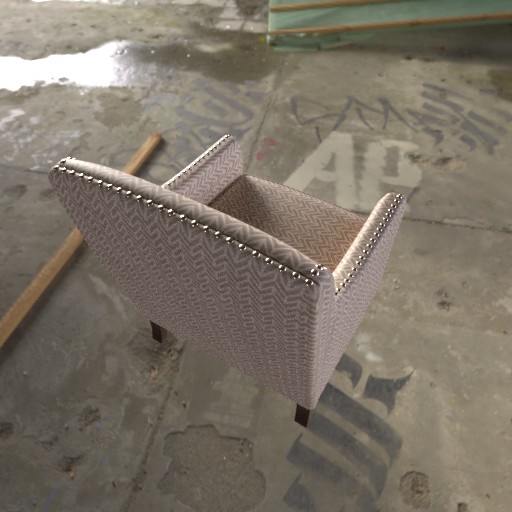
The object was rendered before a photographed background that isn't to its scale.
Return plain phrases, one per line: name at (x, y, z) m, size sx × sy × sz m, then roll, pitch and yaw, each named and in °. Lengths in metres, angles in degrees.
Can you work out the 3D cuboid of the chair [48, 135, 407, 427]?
chair at (0.000, 0.000, 1.258) m, size 0.623 × 0.816 × 0.651 m, roll 24°, pitch 52°, yaw 21°
